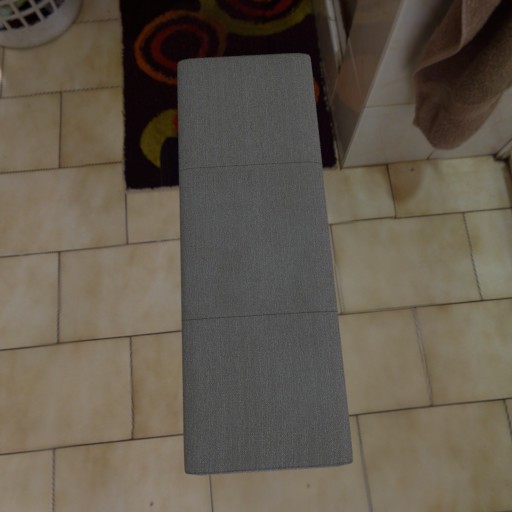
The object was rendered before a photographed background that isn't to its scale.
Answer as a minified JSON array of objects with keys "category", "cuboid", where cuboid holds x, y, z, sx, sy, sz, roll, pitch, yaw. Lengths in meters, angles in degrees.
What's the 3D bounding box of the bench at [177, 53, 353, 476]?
[{"category":"bench","cuboid":[0.000,0.000,1.486,0.446,0.438,1.269,-3,75,-1]}]
